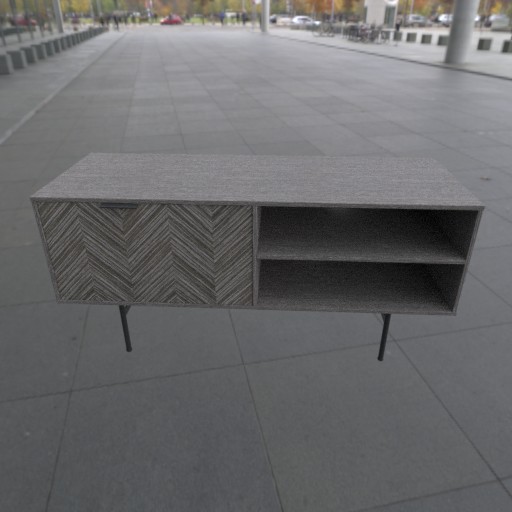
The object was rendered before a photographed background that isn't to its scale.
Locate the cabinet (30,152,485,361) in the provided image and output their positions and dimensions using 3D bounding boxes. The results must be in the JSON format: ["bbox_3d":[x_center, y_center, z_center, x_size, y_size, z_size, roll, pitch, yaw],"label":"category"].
[{"bbox_3d":[0.000,0.000,1.604,1.300,0.599,0.500,1,29,3],"label":"cabinet"}]
